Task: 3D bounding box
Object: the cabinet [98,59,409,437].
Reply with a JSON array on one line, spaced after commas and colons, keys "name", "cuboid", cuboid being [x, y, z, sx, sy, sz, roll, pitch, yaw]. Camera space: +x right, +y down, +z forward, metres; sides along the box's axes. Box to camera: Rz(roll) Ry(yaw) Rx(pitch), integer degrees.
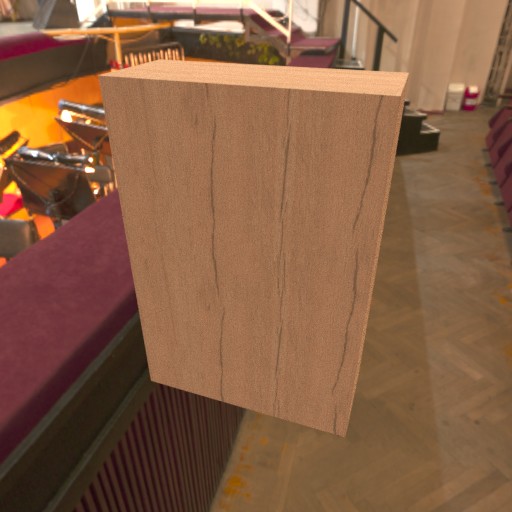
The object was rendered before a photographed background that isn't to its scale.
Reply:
[{"name": "cabinet", "cuboid": [0.000, 0.000, 2.692, 1.400, 2.070, 0.580, 10, 33, 17]}]
